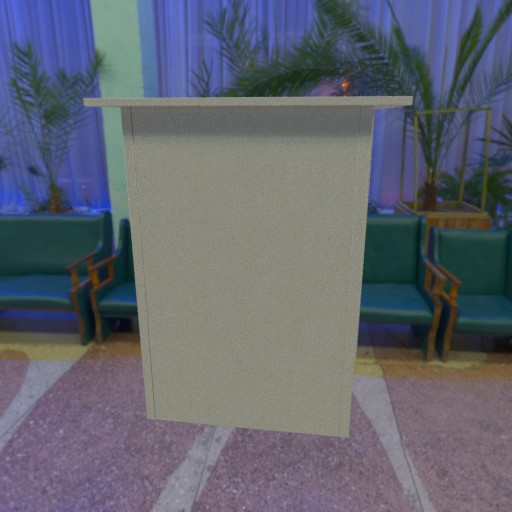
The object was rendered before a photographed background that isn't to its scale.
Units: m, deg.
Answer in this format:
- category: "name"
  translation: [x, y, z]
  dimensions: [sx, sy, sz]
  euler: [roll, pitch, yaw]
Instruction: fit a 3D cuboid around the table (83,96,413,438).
- category: "table"
  translation: [0.000, 0.000, 1.080]
  dimensions: [0.589, 0.711, 0.406]
  euler: [2, 17, 8]
